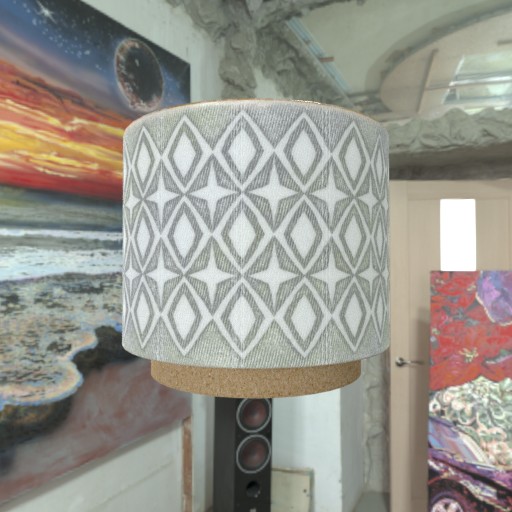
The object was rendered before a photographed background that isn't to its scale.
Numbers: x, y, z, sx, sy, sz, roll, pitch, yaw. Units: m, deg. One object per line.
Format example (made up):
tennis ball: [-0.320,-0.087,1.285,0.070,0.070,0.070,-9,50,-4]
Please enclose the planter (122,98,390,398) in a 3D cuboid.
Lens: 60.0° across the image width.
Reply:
planter: [0.000,0.000,0.442,0.255,0.223,0.255,0,-1,0]
